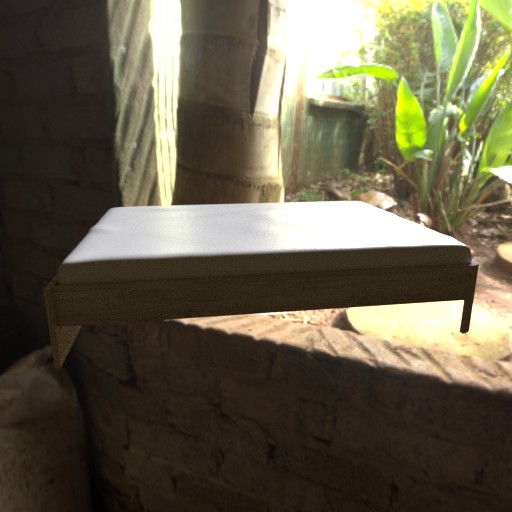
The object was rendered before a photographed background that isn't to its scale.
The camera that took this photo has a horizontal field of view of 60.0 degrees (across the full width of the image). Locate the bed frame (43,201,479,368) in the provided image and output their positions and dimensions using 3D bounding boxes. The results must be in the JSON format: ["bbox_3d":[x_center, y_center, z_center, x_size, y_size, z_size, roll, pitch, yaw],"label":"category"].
[{"bbox_3d":[0.000,0.000,2.648,1.950,0.462,1.490,-3,16,-9],"label":"bed frame"}]
